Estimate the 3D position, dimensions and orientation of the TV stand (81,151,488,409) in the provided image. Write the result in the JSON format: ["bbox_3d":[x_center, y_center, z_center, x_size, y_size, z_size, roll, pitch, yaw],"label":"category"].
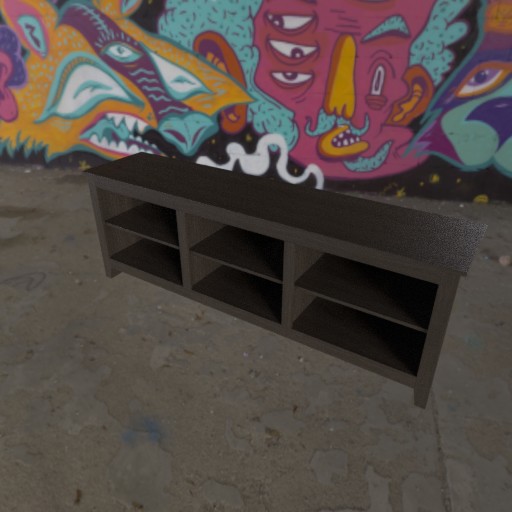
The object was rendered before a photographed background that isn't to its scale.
[{"bbox_3d":[0.000,0.000,2.058,1.778,0.610,0.406,17,34,28],"label":"TV stand"}]
